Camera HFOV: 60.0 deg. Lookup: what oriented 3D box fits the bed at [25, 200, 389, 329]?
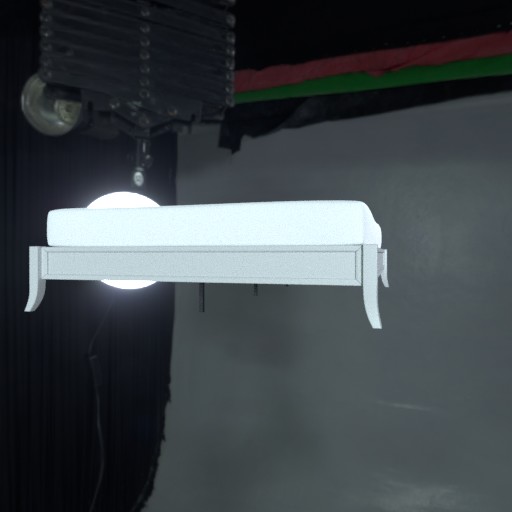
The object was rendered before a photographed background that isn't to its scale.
[{"bbox_3d":[0.000,0.000,2.830,1.604,0.510,2.108,0,0,17],"label":"bed"}]
